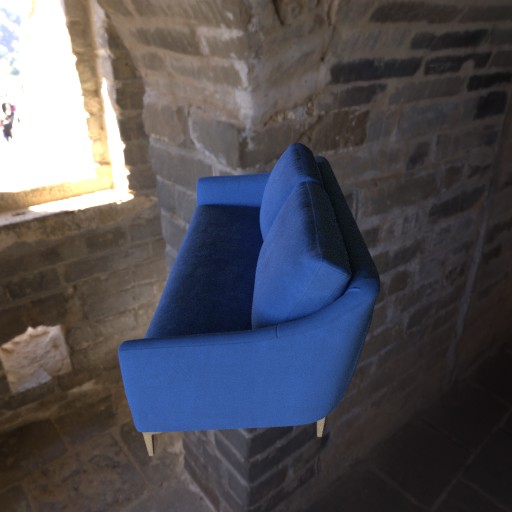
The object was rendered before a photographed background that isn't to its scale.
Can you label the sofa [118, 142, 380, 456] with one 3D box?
[{"bbox_3d":[0.000,0.000,2.504,0.960,0.903,2.036,1,27,1],"label":"sofa"}]
